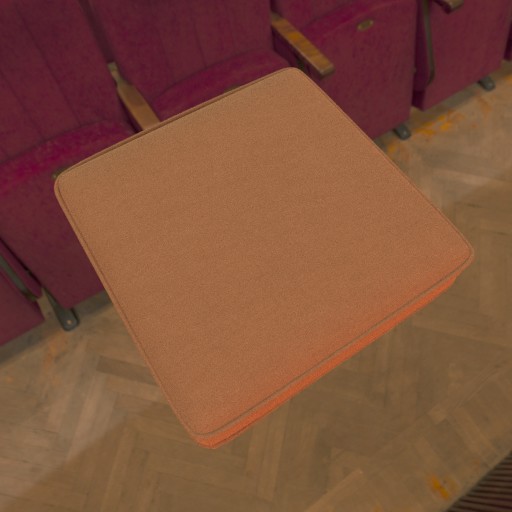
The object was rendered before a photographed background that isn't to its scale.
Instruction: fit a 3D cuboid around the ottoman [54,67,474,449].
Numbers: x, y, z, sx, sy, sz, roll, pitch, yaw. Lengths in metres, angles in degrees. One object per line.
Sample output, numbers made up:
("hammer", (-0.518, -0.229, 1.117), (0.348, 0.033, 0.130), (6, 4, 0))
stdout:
("ottoman", (0.000, 0.000, 1.006), (0.616, 0.438, 0.613), (-30, 67, -14))
